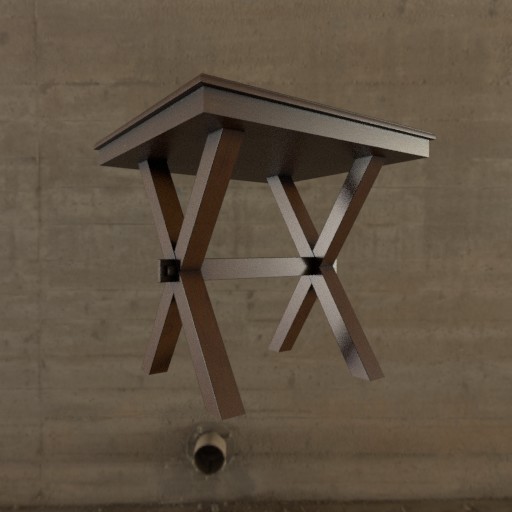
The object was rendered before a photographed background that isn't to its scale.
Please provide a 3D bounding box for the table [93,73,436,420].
[{"bbox_3d":[0.000,0.000,1.064,0.602,0.562,0.560,-1,1,-36],"label":"table"}]
